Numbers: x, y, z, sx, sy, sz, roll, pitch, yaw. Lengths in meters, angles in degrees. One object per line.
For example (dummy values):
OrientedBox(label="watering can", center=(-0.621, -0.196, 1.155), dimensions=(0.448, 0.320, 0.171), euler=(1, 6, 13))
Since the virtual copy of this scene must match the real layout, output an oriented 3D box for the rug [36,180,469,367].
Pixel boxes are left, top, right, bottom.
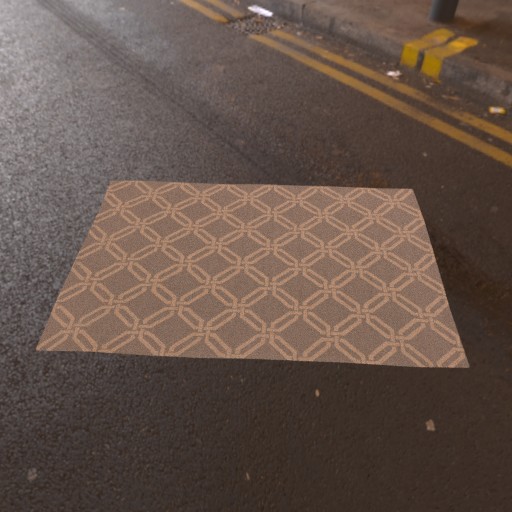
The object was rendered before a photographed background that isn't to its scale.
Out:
OrientedBox(label="rug", center=(0.000, 0.000, 2.165), dimensions=(1.754, 0.010, 1.148), euler=(2, 46, 2))
